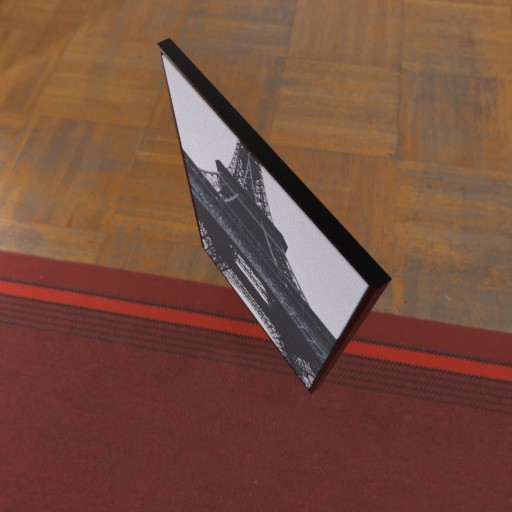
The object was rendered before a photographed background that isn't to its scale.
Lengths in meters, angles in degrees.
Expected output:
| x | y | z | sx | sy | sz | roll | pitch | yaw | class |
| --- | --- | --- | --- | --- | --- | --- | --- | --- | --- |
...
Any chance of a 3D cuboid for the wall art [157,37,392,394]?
| x | y | z | sx | sy | sz | roll | pitch | yaw | class |
| --- | --- | --- | --- | --- | --- | --- | --- | --- | --- |
| 0.000 | 0.000 | 1.423 | 0.040 | 1.062 | 0.805 | -32 | 67 | -15 | wall art |
